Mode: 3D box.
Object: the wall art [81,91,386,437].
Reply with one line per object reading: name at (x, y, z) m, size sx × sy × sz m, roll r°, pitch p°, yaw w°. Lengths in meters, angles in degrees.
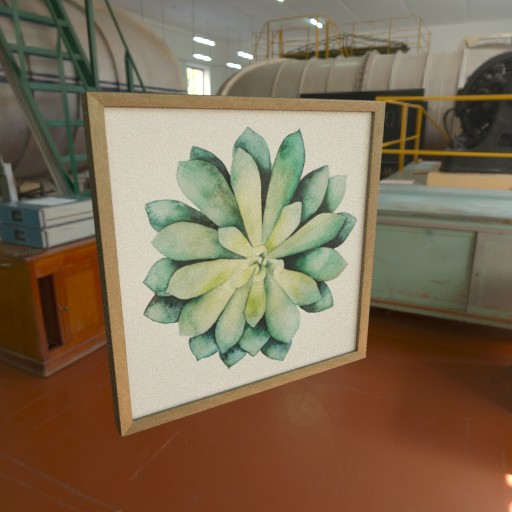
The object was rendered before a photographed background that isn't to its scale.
wall art at (0.000, 0.000, 0.751) m, size 0.503 × 0.506 × 0.040 m, roll -9°, pitch 19°, yaw -28°
